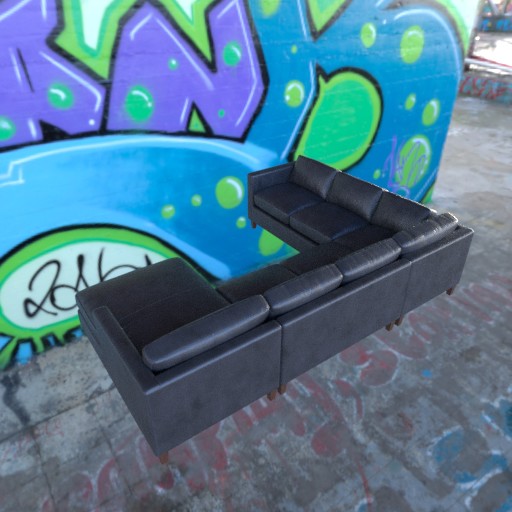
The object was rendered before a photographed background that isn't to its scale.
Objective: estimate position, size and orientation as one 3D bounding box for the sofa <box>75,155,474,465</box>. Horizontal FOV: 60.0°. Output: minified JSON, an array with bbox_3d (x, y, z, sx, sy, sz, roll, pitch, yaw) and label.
[{"bbox_3d":[0.000,0.000,4.342,3.324,0.891,2.452,-21,38,-30],"label":"sofa"}]
